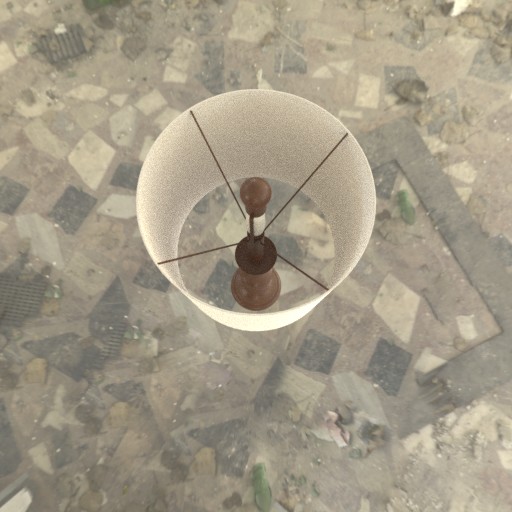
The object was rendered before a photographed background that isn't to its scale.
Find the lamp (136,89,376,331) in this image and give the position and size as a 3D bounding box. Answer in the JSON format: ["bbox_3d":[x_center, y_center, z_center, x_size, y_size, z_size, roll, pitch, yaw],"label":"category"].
[{"bbox_3d":[0.000,0.000,0.731,0.250,0.597,0.250,-35,79,-8],"label":"lamp"}]
